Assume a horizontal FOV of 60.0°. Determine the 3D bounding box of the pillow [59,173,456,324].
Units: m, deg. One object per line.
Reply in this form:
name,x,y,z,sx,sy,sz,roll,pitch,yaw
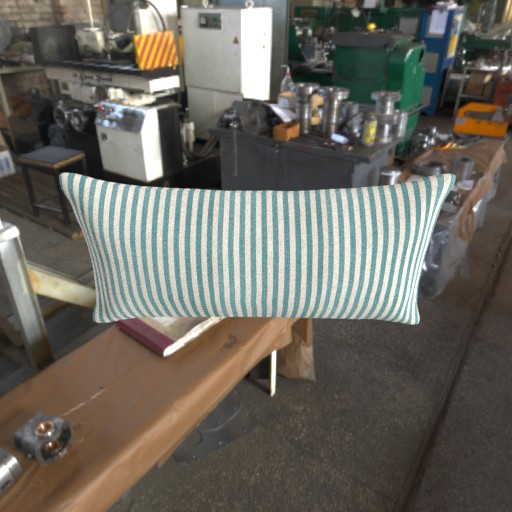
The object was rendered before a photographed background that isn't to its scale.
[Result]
pillow,0.000,0.000,0.759,0.617,0.295,0.151,0,30,1
